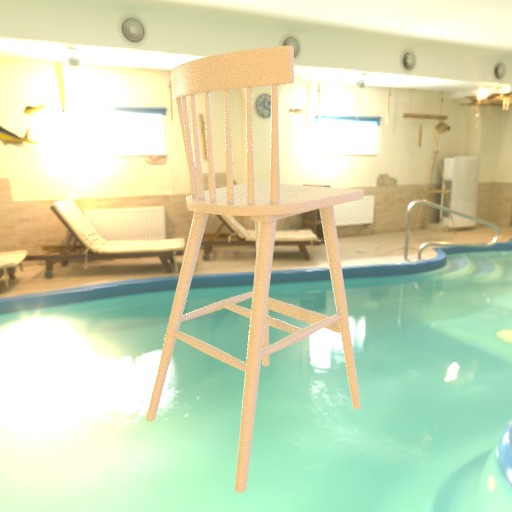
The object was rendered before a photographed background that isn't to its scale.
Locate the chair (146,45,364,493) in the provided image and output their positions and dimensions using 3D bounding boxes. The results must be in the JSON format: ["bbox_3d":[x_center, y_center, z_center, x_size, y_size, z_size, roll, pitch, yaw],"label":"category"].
[{"bbox_3d":[0.000,0.000,1.366,0.572,1.092,0.483,-13,18,-43],"label":"chair"}]
